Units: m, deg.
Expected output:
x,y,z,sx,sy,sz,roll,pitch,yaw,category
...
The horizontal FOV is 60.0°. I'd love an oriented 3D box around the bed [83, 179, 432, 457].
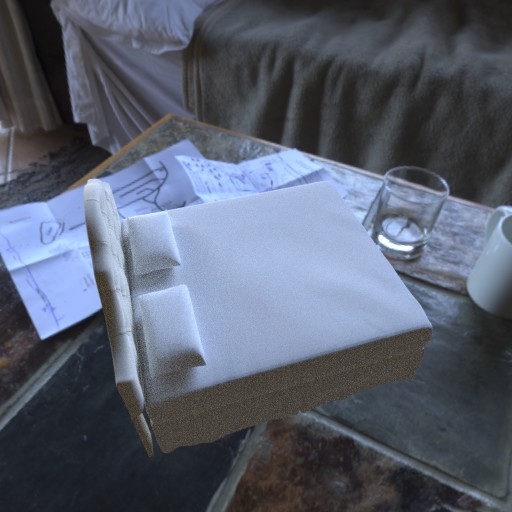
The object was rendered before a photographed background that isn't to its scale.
x,y,z,sx,sy,sz,roll,pitch,yaw,category
0.000,0.000,3.512,2.214,1.615,2.008,-12,47,-12,bed
